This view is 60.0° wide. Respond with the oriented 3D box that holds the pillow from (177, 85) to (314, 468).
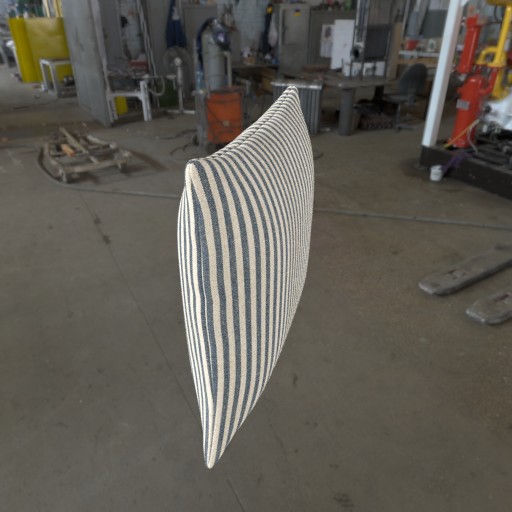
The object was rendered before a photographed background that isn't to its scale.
[{"bbox_3d":[0.000,0.000,0.801,0.166,0.510,0.523,8,31,14],"label":"pillow"}]
